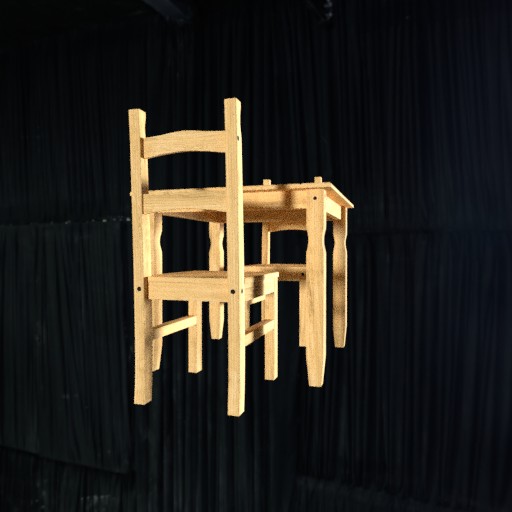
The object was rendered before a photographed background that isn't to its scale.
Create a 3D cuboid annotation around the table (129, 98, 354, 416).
[{"bbox_3d":[0.000,0.000,2.066,0.813,0.942,1.501,0,1,18],"label":"table"}]
